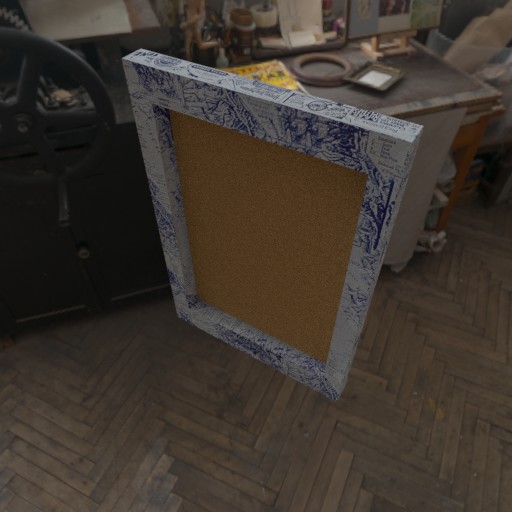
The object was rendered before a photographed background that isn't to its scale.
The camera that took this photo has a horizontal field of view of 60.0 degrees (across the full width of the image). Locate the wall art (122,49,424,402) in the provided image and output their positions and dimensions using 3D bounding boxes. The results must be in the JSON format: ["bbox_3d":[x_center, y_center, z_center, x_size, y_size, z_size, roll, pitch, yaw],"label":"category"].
[{"bbox_3d":[0.000,0.000,0.478,0.255,0.376,0.025,24,51,21],"label":"wall art"}]
